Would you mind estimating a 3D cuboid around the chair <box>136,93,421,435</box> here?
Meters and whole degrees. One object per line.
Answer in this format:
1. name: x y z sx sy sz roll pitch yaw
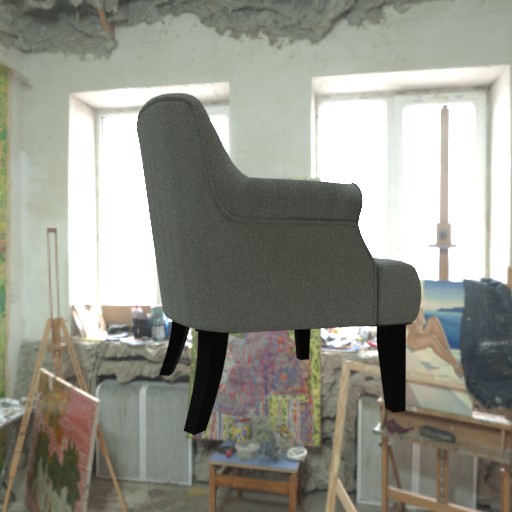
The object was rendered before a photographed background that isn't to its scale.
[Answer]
1. chair: 0.000 0.000 1.461 0.755 0.880 0.772 0 1 -19
